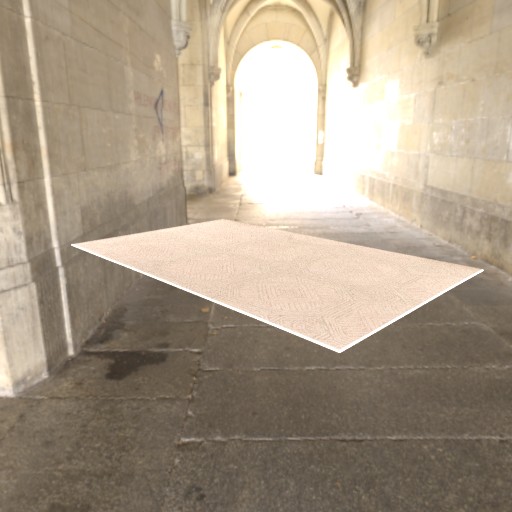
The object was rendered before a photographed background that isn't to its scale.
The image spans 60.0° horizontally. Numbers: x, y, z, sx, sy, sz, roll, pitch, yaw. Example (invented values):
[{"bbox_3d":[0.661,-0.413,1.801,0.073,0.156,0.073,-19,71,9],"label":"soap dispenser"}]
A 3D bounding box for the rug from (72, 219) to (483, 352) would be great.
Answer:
[{"bbox_3d":[0.000,0.000,3.041,1.524,0.008,2.440,-14,21,-43],"label":"rug"}]
